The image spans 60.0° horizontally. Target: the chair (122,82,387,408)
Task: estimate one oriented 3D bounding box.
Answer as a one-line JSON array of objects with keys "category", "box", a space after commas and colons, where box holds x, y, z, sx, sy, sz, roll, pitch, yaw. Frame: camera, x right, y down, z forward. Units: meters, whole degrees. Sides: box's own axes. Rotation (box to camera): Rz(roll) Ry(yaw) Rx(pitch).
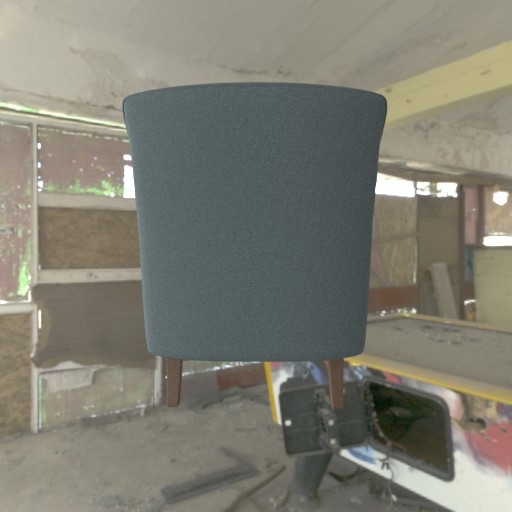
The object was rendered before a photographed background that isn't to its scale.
[{"category": "chair", "box": [0.000, 0.000, 1.553, 0.756, 0.916, 0.879, 0, 0, 1]}]
